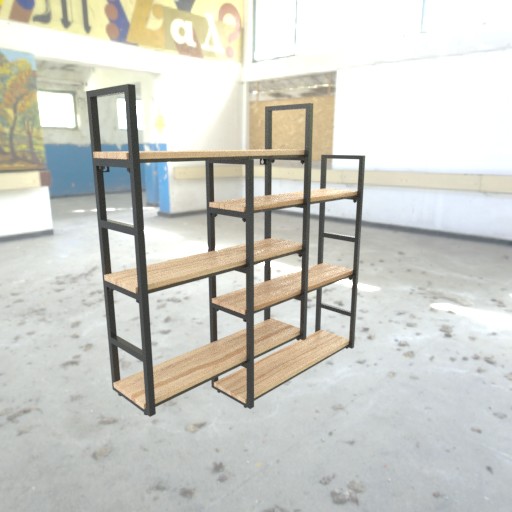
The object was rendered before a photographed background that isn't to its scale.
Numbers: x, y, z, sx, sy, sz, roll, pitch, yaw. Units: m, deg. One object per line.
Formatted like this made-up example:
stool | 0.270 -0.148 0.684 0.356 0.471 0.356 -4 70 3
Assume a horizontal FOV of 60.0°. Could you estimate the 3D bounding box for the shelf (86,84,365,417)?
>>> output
shelf | 0.000 0.000 1.398 0.183 0.921 0.946 13 19 42
